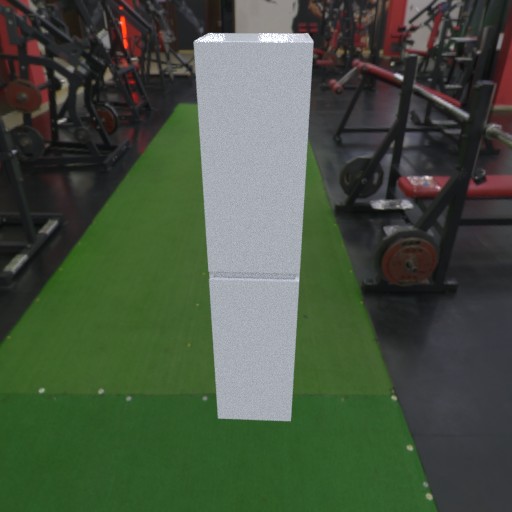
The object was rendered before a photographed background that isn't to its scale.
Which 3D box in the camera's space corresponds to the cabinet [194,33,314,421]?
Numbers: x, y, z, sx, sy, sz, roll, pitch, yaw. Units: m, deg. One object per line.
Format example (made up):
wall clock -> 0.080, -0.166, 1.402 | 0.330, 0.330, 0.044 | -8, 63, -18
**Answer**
cabinet -> 0.000, 0.000, 1.576 | 0.300, 1.400, 0.270 | 1, 31, 2
